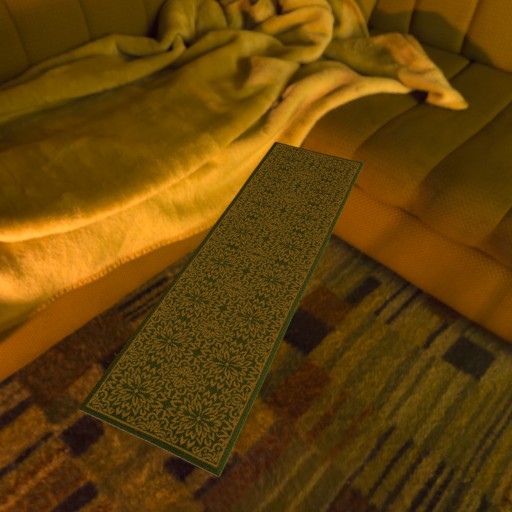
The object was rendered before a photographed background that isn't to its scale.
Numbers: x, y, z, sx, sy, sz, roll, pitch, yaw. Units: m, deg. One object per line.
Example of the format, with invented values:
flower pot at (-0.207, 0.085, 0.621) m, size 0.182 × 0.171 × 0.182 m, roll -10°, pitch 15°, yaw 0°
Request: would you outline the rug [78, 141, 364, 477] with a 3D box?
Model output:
rug at (0.000, 0.000, 2.445) m, size 0.662 × 0.011 × 2.196 m, roll 18°, pitch 49°, yaw 16°
